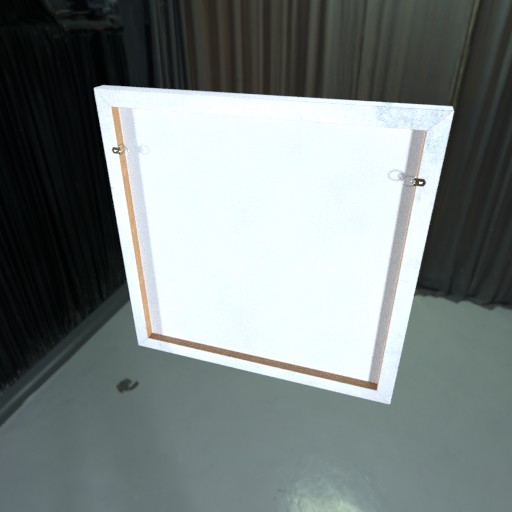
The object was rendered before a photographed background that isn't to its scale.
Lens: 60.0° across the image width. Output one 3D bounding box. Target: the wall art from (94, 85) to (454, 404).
[{"bbox_3d":[0.000,0.000,1.105,0.762,0.762,0.041,9,31,15],"label":"wall art"}]
